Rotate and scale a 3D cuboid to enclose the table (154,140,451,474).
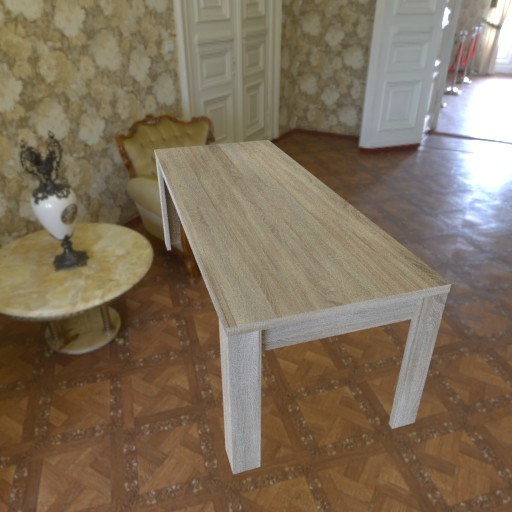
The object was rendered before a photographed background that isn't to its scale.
[{"bbox_3d":[0.000,0.000,2.711,0.900,0.790,2.200,-9,31,-15],"label":"table"}]
